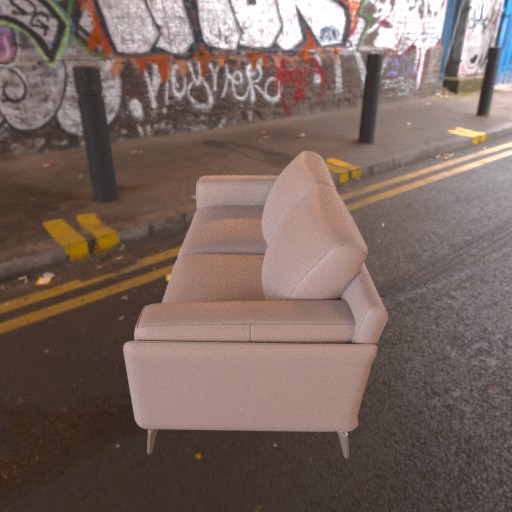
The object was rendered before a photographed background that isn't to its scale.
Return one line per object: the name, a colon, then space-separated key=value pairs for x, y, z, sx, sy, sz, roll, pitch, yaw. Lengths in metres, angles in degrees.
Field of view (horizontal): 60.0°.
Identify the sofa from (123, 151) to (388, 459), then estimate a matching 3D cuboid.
sofa: x=0.000 y=0.000 z=2.595 sx=1.049 sy=0.930 sz=2.101 roll=0 pitch=27 yaw=1
